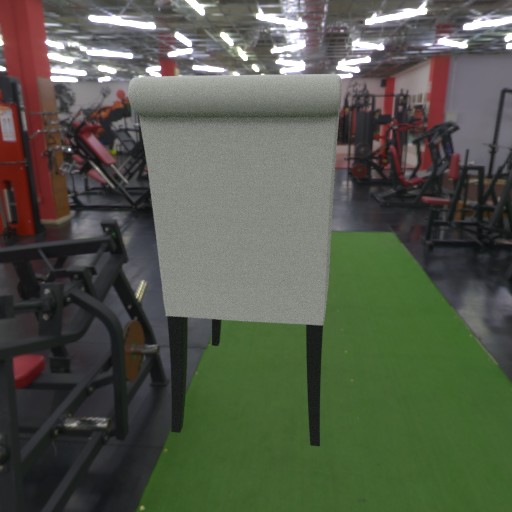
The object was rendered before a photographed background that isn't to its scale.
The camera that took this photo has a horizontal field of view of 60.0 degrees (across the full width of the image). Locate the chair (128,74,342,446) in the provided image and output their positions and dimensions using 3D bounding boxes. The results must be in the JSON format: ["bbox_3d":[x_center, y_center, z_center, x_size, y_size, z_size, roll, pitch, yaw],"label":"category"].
[{"bbox_3d":[0.000,0.000,1.360,0.452,0.976,0.708,2,17,8],"label":"chair"}]
